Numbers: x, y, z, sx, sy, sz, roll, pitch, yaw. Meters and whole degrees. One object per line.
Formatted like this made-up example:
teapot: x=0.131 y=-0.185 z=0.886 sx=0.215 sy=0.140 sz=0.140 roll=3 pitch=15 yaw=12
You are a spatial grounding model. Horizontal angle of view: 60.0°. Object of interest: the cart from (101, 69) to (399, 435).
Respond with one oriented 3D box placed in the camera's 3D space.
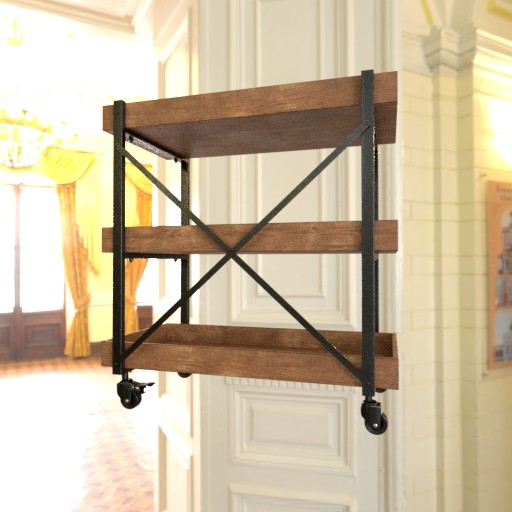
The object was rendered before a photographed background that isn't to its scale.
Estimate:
cart: x=0.000 y=0.000 z=1.236 sx=0.750 sy=0.800 sz=0.411 roll=0 pitch=-1 yaw=17
